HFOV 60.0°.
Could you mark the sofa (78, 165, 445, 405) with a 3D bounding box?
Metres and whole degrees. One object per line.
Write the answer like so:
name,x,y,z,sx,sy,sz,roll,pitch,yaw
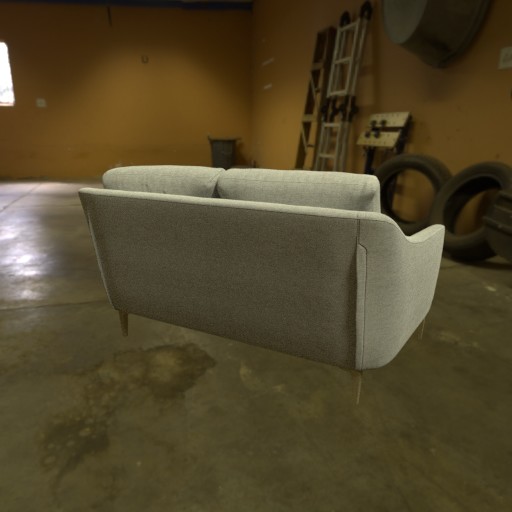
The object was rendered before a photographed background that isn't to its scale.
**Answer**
sofa,0.000,0.000,2.201,1.619,0.904,0.960,9,18,28
